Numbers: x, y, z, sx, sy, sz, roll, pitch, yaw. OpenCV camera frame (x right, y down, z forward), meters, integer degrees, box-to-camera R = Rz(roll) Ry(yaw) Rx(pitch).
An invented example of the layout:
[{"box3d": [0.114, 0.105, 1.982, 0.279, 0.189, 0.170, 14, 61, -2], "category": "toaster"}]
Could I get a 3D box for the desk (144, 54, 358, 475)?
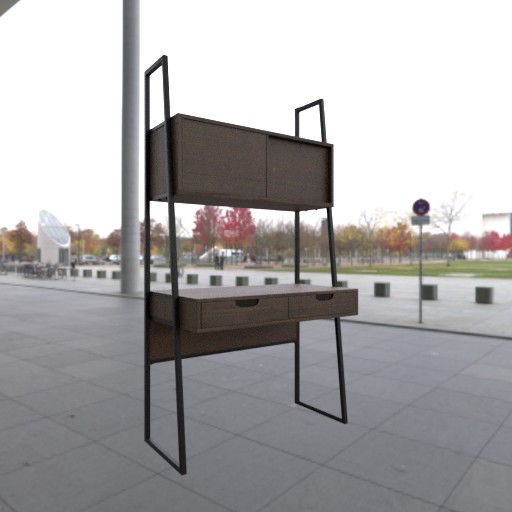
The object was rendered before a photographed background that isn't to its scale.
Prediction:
[{"box3d": [0.000, 0.000, 2.242, 0.982, 1.809, 0.515, 0, 0, -35], "category": "desk"}]
